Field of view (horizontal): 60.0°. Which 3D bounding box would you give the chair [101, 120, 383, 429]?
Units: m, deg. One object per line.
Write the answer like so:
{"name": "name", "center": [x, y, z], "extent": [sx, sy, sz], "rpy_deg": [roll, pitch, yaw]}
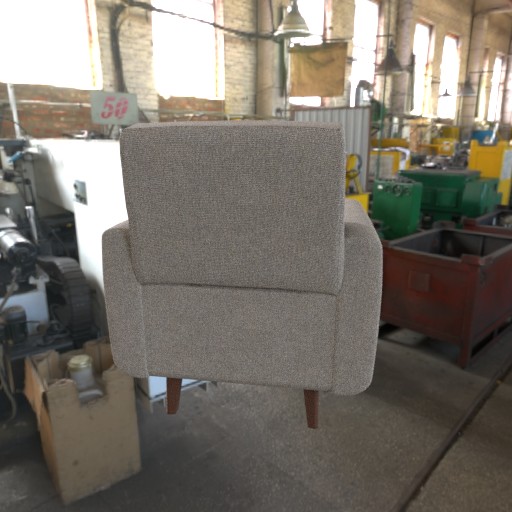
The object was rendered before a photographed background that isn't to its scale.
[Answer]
{"name": "chair", "center": [0.000, 0.000, 1.685], "extent": [0.845, 0.968, 0.942], "rpy_deg": [2, 15, 9]}
